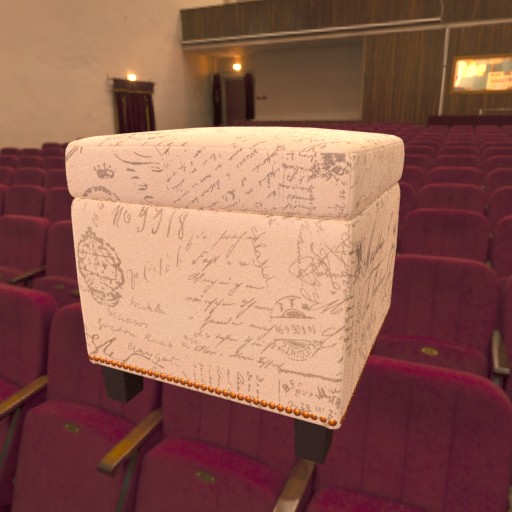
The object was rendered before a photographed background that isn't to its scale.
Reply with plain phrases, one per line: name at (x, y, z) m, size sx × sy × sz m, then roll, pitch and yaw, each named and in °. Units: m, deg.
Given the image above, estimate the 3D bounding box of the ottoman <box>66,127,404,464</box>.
ottoman at (0.000, 0.000, 0.817) m, size 0.449 × 0.457 × 0.450 m, roll 7°, pitch 18°, yaw 23°
